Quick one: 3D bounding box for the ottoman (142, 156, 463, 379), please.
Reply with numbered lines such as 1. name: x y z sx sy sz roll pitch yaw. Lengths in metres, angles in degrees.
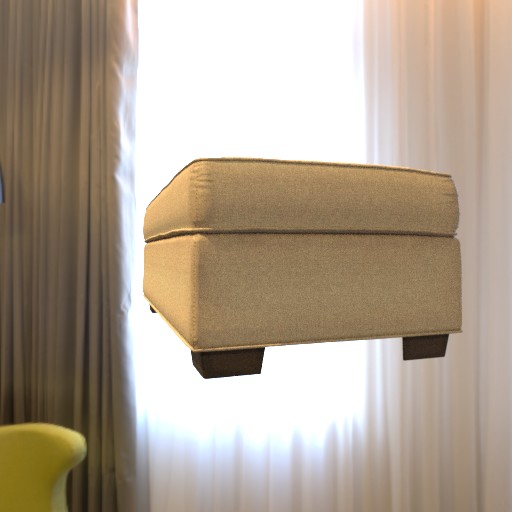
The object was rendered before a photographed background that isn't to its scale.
1. ottoman: 0.000 0.000 1.398 0.617 0.448 1.097 0 1 -19
